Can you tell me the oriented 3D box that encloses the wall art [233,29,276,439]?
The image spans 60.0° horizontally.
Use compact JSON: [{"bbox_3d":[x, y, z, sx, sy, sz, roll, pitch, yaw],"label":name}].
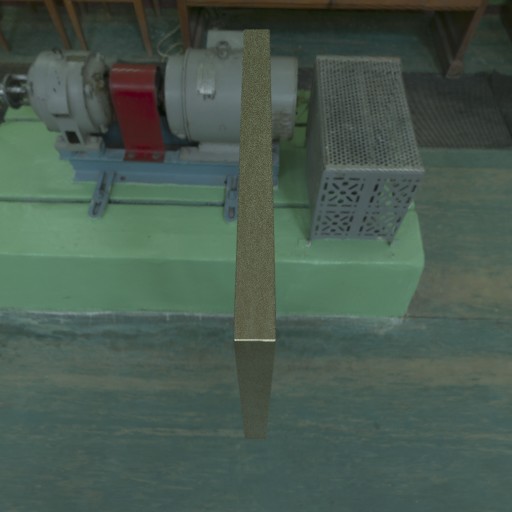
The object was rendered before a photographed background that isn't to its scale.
[{"bbox_3d":[0.000,0.000,0.760,0.040,0.506,0.503,0,58,0],"label":"wall art"}]
